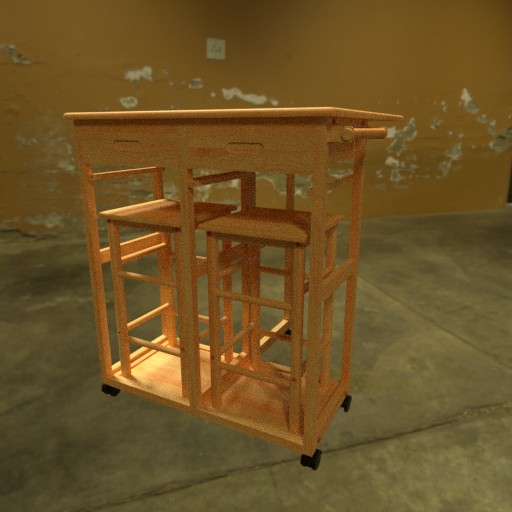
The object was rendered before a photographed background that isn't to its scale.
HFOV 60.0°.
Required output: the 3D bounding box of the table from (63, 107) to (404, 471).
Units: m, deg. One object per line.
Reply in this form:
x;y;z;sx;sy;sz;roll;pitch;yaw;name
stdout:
0.000;0.000;1.367;0.752;0.832;0.693;8;18;27;table
